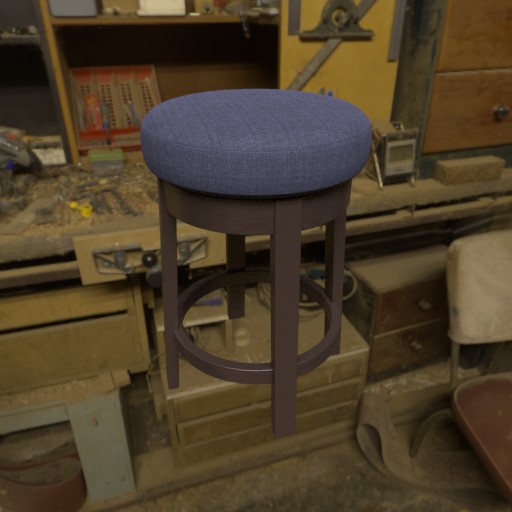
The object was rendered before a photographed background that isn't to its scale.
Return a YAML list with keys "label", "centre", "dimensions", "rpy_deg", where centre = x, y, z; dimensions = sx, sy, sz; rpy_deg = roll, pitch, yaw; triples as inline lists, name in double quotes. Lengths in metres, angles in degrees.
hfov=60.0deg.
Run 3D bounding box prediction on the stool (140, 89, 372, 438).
- label: "stool"
  centre: [0.000, 0.000, 0.978]
  dimensions: [0.449, 0.655, 0.449]
  rpy_deg: [0, 30, 0]
